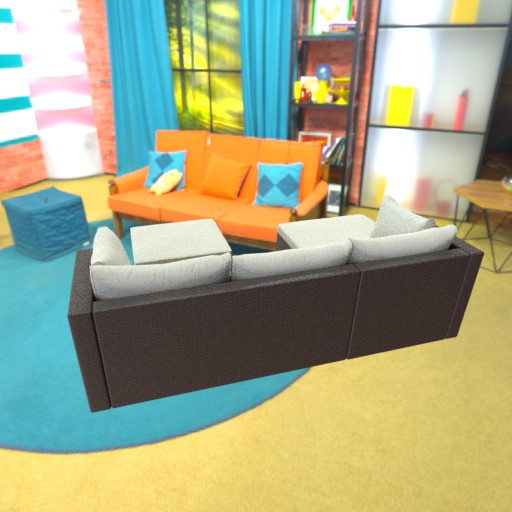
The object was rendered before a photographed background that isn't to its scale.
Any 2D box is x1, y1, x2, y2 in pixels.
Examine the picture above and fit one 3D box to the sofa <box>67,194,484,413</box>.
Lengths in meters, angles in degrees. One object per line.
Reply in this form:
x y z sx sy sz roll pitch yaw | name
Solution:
0.000 0.000 2.991 2.192 0.766 1.612 -8 27 -15 | sofa
